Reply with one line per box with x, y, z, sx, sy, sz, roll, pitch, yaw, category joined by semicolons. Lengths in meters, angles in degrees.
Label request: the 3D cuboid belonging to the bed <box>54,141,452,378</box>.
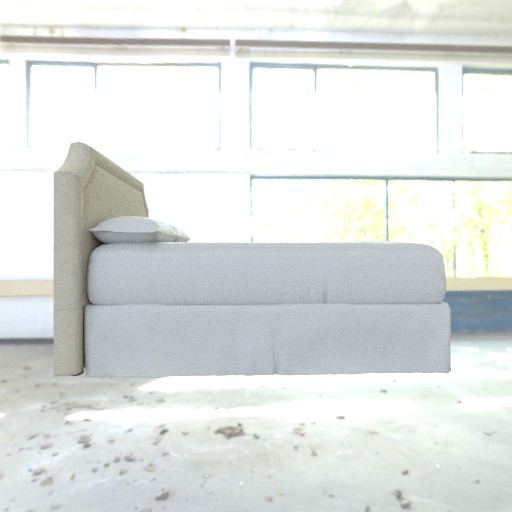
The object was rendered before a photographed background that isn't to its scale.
0.000;0.000;3.198;2.164;1.297;1.828;0;1;-2;bed
